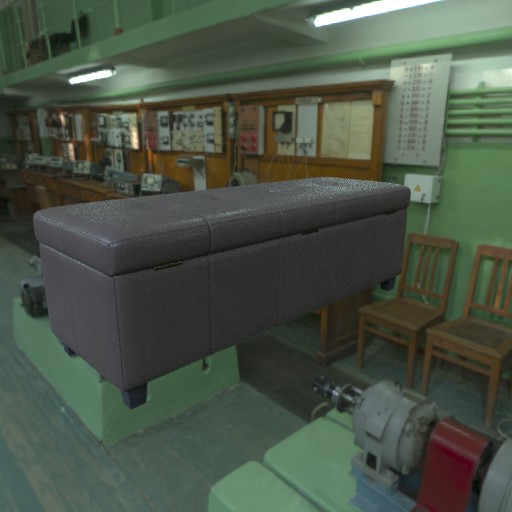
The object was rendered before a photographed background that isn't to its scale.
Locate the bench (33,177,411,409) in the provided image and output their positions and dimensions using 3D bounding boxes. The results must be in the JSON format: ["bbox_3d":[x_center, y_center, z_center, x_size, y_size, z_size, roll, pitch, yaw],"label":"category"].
[{"bbox_3d":[0.000,0.000,1.451,1.219,0.417,0.450,-15,21,-42],"label":"bench"}]
